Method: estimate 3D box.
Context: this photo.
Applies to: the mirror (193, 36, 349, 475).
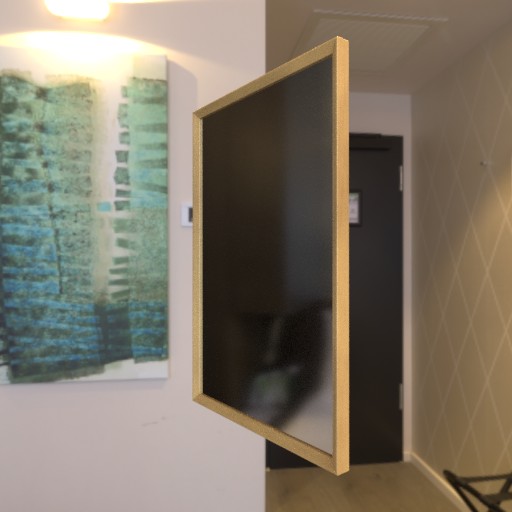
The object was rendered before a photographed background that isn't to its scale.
[{"bbox_3d":[0.000,0.000,1.176,0.041,0.915,0.609,0,0,-37],"label":"mirror"}]
